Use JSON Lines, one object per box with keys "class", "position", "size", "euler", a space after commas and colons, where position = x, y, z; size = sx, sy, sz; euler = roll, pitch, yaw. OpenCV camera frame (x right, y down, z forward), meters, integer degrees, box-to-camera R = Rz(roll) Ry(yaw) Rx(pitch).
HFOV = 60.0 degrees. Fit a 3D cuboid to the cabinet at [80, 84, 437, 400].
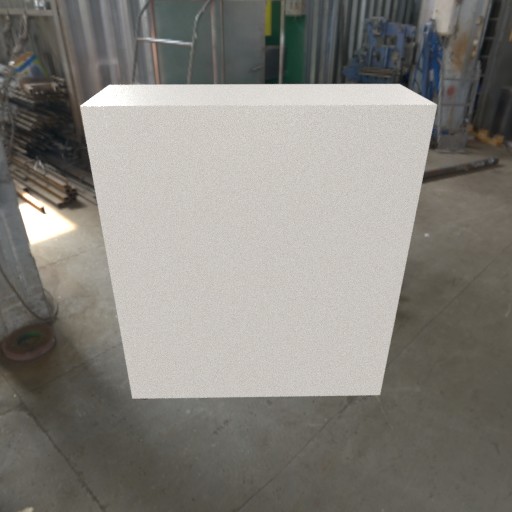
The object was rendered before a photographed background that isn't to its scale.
{"class": "cabinet", "position": [0.000, 0.000, 1.647], "size": [0.990, 1.150, 0.348], "euler": [-1, 30, -1]}
